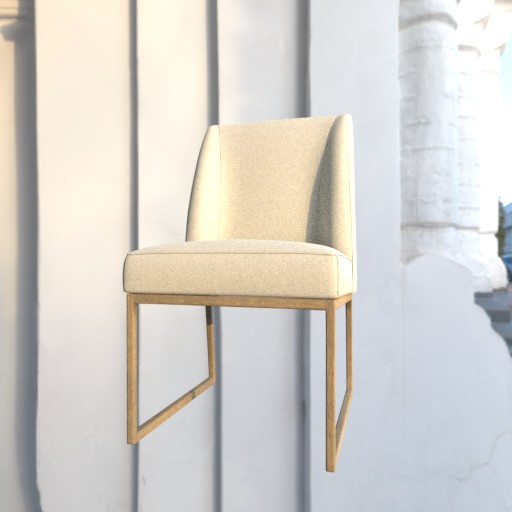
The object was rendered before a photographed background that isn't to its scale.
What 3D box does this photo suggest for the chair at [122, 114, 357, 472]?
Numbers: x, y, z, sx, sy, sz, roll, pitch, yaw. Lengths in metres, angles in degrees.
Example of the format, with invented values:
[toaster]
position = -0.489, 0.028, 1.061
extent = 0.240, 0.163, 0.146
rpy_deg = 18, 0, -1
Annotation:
[chair]
position = 0.000, 0.000, 1.188
extent = 0.508, 0.863, 0.522
rpy_deg = 0, 0, 16
